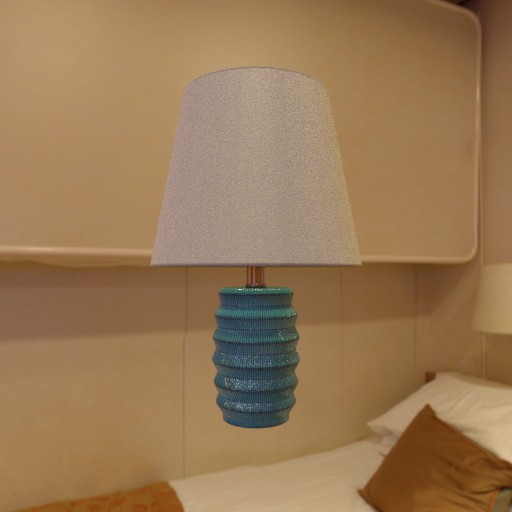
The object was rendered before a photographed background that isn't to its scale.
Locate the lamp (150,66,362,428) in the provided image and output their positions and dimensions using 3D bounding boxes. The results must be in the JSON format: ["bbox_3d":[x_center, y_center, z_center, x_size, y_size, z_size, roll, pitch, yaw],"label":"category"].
[{"bbox_3d":[0.000,0.000,0.546,0.254,0.392,0.254,0,-2,0],"label":"lamp"}]
